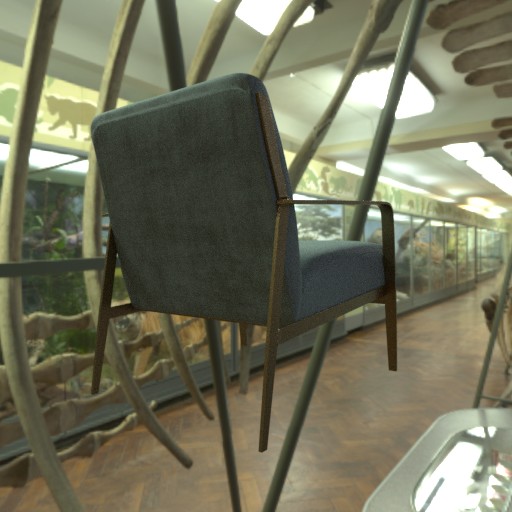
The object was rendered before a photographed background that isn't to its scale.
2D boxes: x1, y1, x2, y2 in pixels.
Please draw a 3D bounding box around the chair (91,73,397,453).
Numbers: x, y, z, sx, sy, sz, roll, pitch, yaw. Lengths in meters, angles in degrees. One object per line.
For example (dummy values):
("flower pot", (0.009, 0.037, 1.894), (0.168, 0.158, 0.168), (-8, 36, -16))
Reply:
("chair", (0.000, 0.000, 1.450), (0.701, 0.824, 0.842), (1, 1, 37))
